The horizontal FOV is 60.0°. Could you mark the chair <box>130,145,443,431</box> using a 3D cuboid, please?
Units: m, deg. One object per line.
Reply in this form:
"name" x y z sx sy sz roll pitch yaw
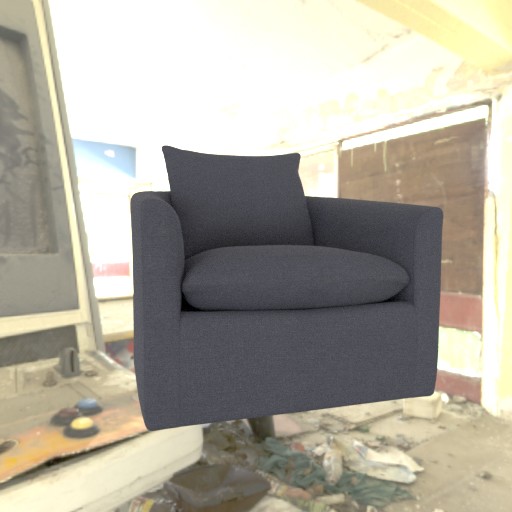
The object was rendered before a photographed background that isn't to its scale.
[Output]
"chair" 0.000 0.000 1.553 0.845 0.848 0.910 -1 2 -18
